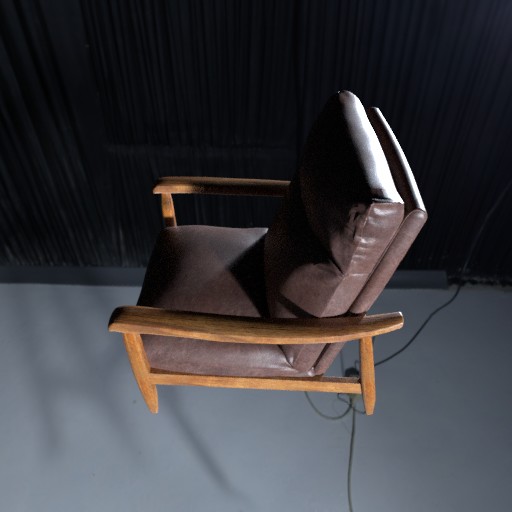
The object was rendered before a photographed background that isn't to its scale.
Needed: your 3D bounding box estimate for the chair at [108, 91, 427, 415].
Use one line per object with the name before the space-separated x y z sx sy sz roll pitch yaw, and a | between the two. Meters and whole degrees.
chair | 0.000 0.000 1.500 0.830 0.897 0.782 0 42 0
